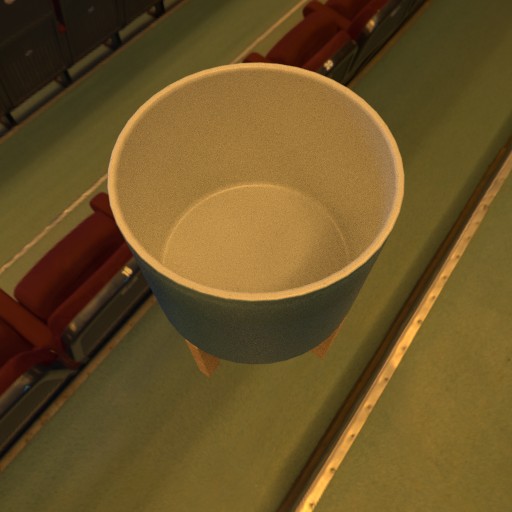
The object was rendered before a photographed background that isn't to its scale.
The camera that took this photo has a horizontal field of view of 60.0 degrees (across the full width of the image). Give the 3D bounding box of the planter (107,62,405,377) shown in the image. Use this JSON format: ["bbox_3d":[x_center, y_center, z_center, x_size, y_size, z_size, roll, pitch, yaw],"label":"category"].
[{"bbox_3d":[0.000,0.000,0.405,0.192,0.263,0.192,0,63,0],"label":"planter"}]
